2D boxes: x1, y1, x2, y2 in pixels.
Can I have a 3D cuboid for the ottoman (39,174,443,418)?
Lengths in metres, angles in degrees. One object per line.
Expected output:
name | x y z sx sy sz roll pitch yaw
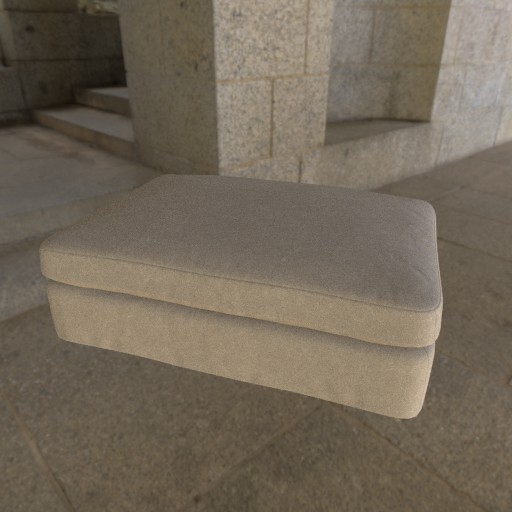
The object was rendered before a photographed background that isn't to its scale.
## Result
ottoman | 0.000 0.000 1.584 1.199 0.429 0.840 8 28 16
